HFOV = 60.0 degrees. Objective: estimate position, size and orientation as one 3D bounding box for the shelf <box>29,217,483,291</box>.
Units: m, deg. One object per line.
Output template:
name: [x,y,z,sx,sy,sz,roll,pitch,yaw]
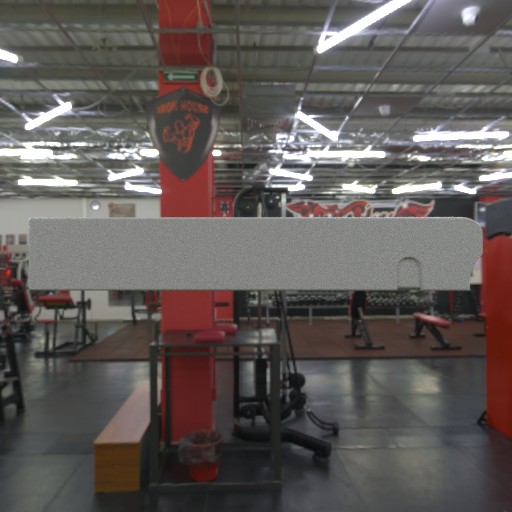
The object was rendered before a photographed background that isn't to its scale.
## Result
shelf: [0.000,0.000,0.456,0.310,0.050,0.310,0,-1,1]
